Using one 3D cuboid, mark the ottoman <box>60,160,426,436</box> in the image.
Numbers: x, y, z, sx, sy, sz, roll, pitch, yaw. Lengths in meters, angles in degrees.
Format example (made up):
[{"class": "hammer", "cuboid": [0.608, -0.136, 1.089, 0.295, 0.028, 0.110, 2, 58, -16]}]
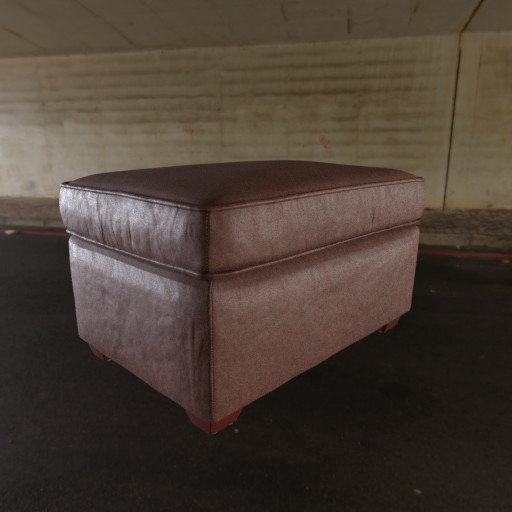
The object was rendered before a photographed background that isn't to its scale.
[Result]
[{"class": "ottoman", "cuboid": [0.000, 0.000, 1.089, 0.548, 0.449, 0.749, 14, 20, 43]}]
